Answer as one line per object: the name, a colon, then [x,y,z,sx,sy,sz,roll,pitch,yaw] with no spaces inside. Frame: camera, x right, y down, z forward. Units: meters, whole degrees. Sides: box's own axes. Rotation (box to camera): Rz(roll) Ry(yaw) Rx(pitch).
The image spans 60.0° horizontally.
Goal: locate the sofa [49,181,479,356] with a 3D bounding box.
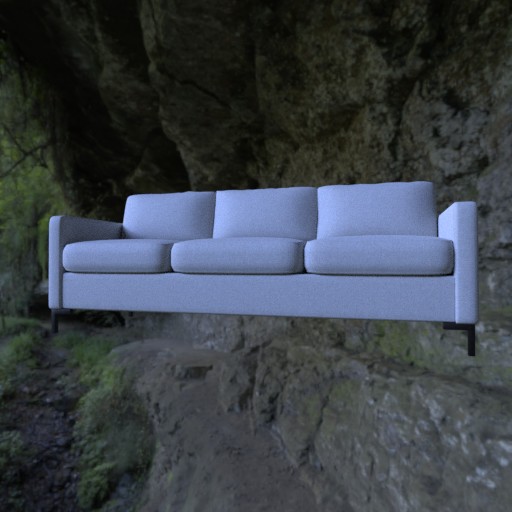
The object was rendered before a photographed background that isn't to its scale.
sofa: [0.000,0.000,2.582,2.218,0.874,0.859,0,-1,16]
